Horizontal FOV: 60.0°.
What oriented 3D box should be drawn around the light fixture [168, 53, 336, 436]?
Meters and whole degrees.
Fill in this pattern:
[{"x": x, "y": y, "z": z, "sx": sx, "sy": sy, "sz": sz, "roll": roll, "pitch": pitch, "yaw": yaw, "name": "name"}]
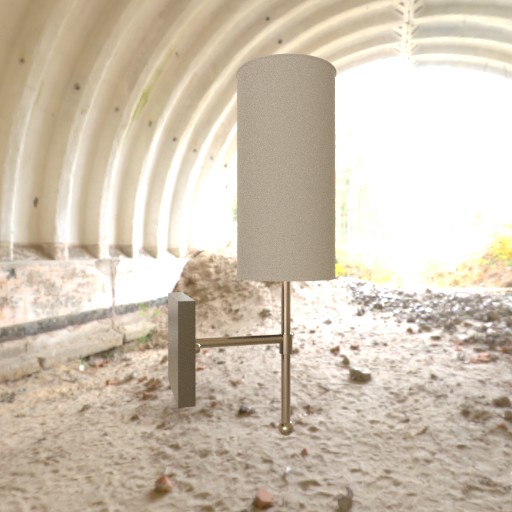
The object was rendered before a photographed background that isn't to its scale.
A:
[{"x": 0.000, "y": 0.000, "z": 0.559, "sx": 0.208, "sy": 0.462, "sz": 0.128, "roll": 0, "pitch": 0, "yaw": -16, "name": "light fixture"}]
